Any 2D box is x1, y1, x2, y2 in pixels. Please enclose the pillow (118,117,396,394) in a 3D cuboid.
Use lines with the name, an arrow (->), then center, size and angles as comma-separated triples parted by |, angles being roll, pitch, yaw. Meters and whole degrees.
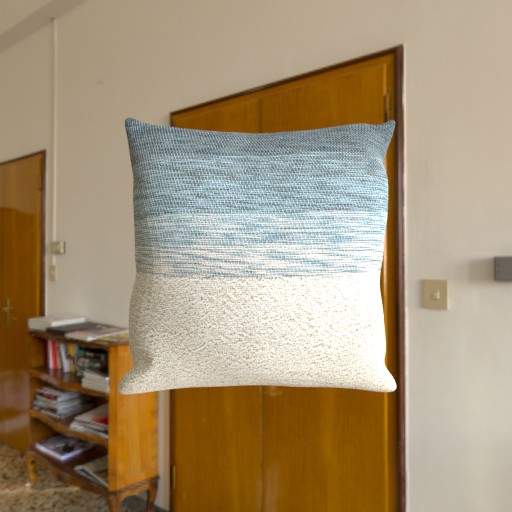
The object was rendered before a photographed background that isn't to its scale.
pillow -> 0.000, 0.000, 0.697 | 0.440, 0.441, 0.182 | 0, -1, 1
